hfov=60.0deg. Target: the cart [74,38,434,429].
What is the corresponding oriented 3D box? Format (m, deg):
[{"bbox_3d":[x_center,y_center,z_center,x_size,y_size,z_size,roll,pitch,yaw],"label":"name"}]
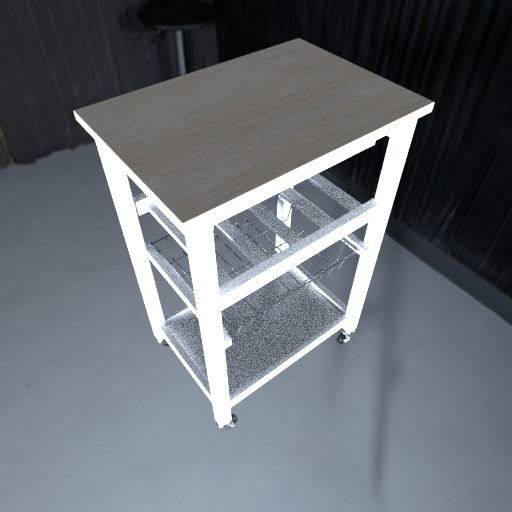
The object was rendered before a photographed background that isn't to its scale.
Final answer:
[{"bbox_3d":[0.000,0.000,1.178,0.578,0.857,0.406,-29,54,-25],"label":"cart"}]
